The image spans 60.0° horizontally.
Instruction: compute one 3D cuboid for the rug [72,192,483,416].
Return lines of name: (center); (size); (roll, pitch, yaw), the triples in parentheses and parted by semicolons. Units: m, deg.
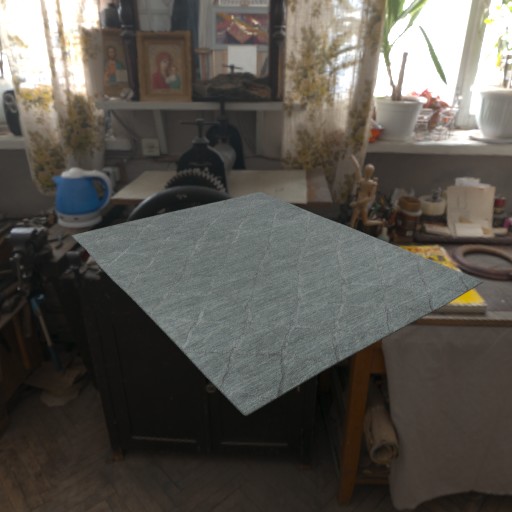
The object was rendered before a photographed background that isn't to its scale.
rug: (0.000, 0.000, 4.073); (2.438, 0.013, 3.048); (-18, 31, -33)
